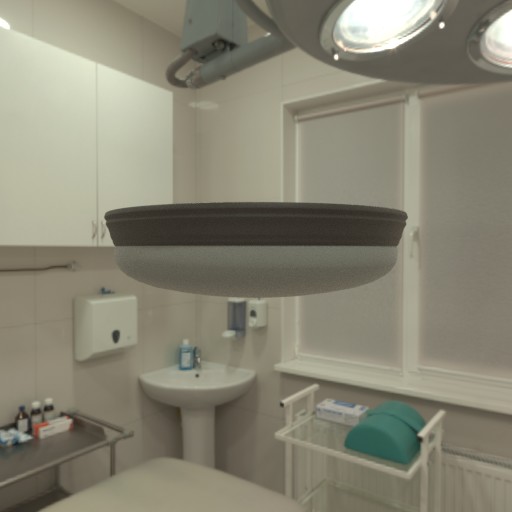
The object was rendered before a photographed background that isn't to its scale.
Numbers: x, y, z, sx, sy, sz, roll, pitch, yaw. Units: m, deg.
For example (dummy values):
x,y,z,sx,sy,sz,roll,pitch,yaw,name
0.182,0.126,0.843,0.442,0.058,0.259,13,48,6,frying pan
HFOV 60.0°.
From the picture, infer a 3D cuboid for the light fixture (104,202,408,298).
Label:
x,y,z,sx,sy,sz,roll,pitch,yaw,name
0.000,0.000,0.568,0.368,0.100,0.368,0,1,0,light fixture
